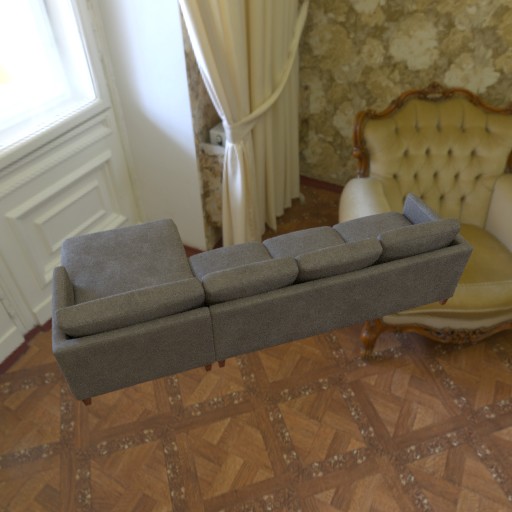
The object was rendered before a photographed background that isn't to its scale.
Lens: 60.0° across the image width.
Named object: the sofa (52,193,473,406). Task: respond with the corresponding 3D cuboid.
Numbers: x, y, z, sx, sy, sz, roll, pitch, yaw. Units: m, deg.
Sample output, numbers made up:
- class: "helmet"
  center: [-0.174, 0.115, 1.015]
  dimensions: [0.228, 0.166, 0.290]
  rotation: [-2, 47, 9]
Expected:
- class: "sofa"
  center: [0.000, 0.000, 4.113]
  dimensions: [3.471, 0.950, 1.604]
  rotation: [-13, 43, -14]
